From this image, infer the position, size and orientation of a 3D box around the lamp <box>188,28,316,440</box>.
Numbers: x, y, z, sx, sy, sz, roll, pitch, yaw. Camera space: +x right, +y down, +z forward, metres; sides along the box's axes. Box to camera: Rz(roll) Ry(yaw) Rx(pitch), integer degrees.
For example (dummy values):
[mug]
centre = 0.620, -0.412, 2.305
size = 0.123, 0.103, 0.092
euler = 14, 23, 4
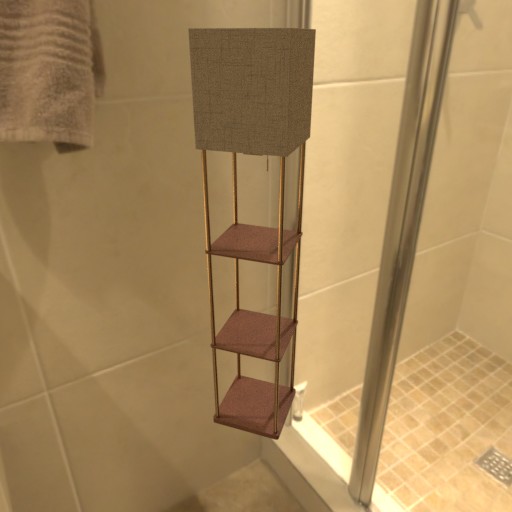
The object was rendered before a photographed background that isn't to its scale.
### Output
[lamp]
centre = 0.000, 0.000, 1.720
size = 0.310, 1.569, 0.308
euler = 9, 28, 17
